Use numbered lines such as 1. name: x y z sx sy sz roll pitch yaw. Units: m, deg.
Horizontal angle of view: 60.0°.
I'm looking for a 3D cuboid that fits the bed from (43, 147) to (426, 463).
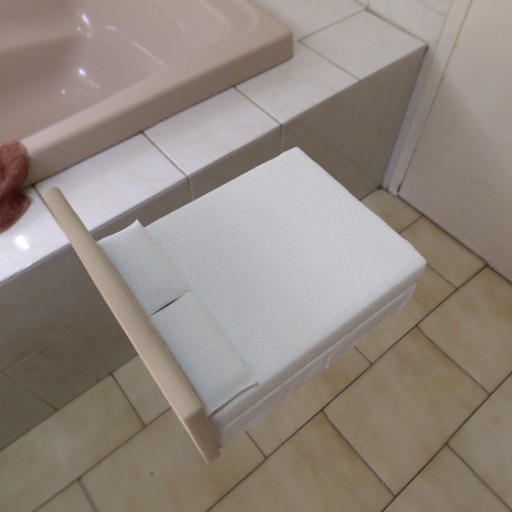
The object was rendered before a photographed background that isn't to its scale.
1. bed: 0.000 0.000 3.169 2.052 1.398 1.678 -32 62 -19
